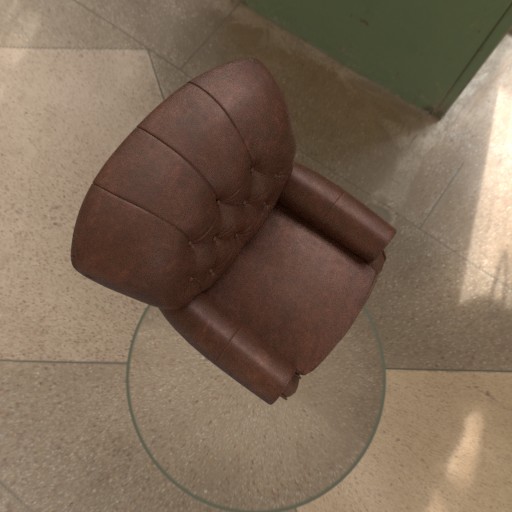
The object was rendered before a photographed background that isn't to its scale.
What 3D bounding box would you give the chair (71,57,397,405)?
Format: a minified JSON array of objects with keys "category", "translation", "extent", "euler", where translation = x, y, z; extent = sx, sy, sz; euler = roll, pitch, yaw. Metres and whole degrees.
[{"category":"chair","translation":[0.000,0.000,1.949],"extent":[1.031,1.162,0.979],"euler":[36,78,9]}]
